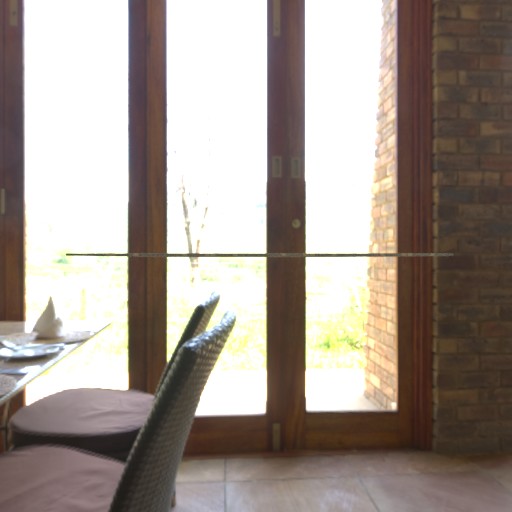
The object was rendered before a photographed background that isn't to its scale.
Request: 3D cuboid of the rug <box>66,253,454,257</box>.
[{"bbox_3d":[0.000,0.000,2.688,1.451,0.010,2.080,0,0,-1],"label":"rug"}]
